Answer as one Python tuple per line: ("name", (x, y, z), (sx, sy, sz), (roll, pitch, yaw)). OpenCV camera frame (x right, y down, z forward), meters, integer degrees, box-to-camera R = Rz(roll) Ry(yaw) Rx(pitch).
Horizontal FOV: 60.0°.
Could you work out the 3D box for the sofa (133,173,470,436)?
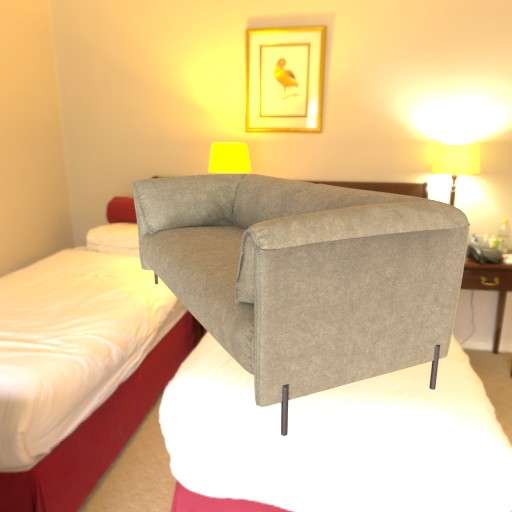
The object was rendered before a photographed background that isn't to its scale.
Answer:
("sofa", (0.000, 0.000, 2.328), (0.905, 0.747, 1.878), (-7, 16, -25))
